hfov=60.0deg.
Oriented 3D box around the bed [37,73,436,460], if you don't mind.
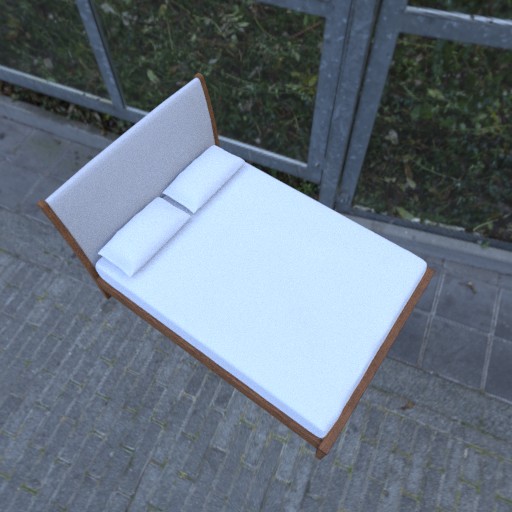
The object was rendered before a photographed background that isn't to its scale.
[{"bbox_3d":[0.000,0.000,3.028,2.108,1.135,1.502,32,64,18],"label":"bed"}]
